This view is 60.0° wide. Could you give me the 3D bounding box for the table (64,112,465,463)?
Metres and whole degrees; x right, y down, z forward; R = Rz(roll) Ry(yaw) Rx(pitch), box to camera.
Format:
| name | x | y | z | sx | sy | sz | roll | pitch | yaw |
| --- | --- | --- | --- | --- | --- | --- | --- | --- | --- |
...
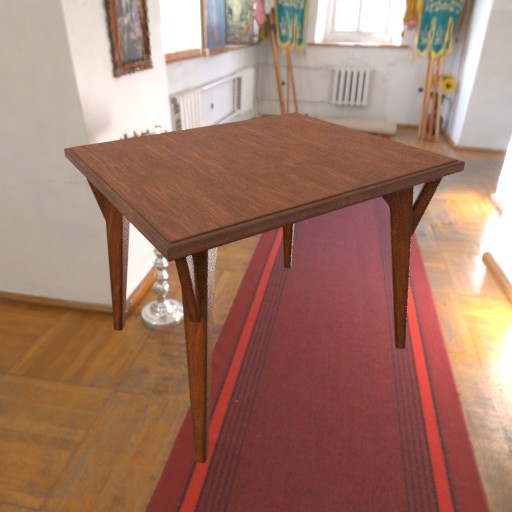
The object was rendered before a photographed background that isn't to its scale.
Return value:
| name | x | y | z | sx | sy | sz | roll | pitch | yaw |
| --- | --- | --- | --- | --- | --- | --- | --- | --- | --- |
| table | 0.000 | 0.000 | 1.612 | 0.991 | 0.761 | 0.838 | -19 | 35 | -29 |
